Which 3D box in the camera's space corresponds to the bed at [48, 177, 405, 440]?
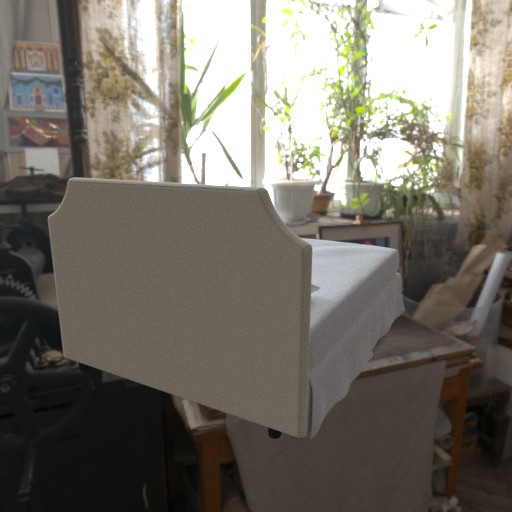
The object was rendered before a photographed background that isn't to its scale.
[{"bbox_3d":[0.000,0.000,4.222,2.350,1.590,2.773,8,16,28],"label":"bed"}]
